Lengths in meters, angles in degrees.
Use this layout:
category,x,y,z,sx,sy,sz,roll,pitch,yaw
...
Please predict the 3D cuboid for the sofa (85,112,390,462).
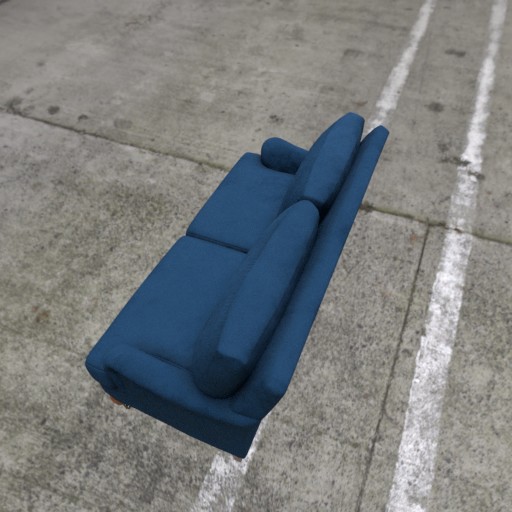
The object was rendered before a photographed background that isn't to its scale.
category,x,y,z,sx,sy,sz,roll,pitch,yaw
sofa,0.000,0.000,2.764,1.084,1.101,2.141,17,49,15
